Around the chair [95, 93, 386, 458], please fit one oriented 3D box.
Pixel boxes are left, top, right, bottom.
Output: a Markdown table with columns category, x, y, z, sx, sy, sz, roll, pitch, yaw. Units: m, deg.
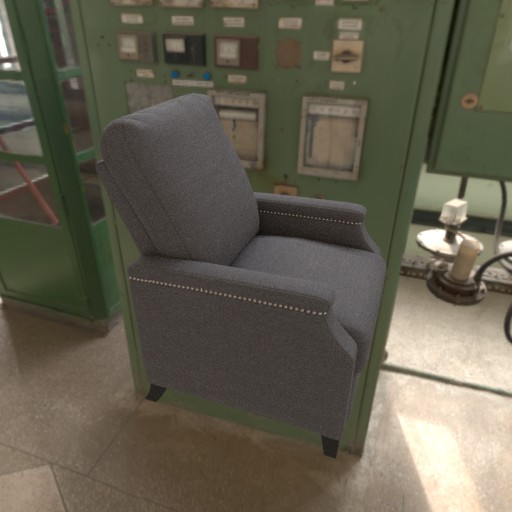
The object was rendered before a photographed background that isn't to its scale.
| category | x | y | z | sx | sy | sz | roll | pitch | yaw |
| --- | --- | --- | --- | --- | --- | --- | --- | --- | --- |
| chair | 0.000 | 0.000 | 1.642 | 0.922 | 1.049 | 0.710 | 10 | 31 | 18 |
